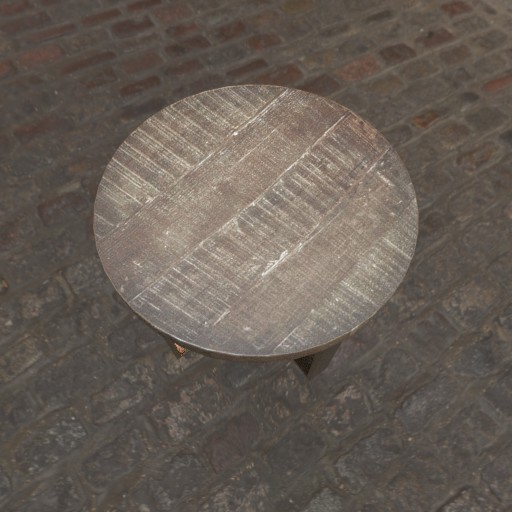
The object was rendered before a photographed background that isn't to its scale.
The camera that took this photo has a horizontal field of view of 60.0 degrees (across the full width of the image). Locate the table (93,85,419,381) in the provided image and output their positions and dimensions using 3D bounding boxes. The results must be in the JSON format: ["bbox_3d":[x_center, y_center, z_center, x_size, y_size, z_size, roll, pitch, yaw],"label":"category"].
[{"bbox_3d":[0.000,0.000,0.963,0.557,0.437,0.557,0,62,0],"label":"table"}]
